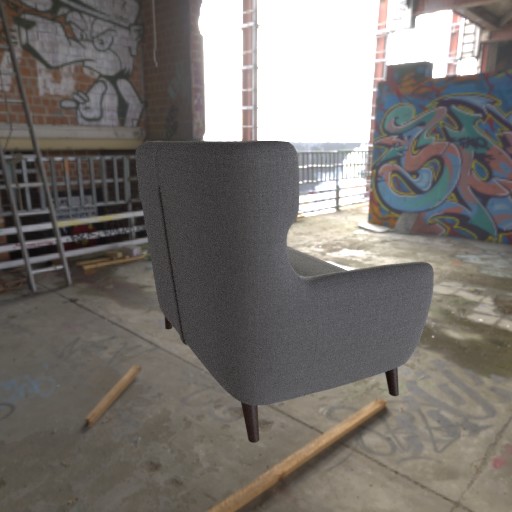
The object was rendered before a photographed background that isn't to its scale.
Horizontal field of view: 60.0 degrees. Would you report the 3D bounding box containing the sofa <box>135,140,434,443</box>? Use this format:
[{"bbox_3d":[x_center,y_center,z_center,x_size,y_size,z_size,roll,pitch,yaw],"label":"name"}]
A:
[{"bbox_3d":[0.000,0.000,2.042,0.884,1.028,1.386,-7,16,-26],"label":"sofa"}]
